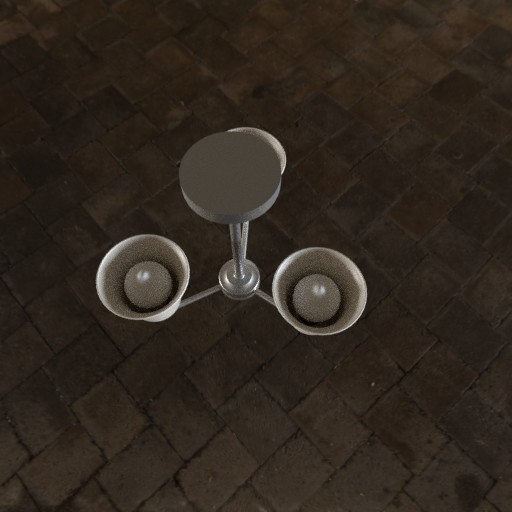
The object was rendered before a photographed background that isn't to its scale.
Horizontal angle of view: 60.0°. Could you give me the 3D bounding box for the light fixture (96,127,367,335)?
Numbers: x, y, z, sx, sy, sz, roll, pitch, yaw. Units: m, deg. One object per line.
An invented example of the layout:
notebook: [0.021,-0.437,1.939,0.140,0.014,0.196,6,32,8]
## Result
light fixture: [0.000,0.000,0.678,0.354,0.370,0.388,32,68,14]
